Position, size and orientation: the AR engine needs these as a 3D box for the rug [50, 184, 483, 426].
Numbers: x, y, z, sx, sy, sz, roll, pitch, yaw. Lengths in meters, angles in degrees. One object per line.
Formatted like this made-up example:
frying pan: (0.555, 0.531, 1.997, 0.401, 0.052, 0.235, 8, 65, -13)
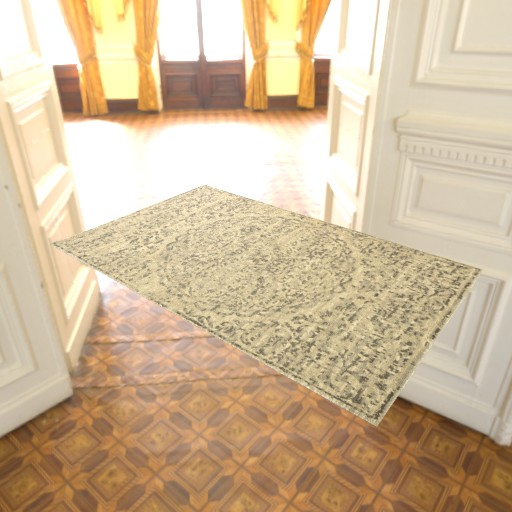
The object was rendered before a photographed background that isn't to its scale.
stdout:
rug: (0.000, 0.000, 2.937, 2.447, 0.021, 1.527, 22, 36, 33)
